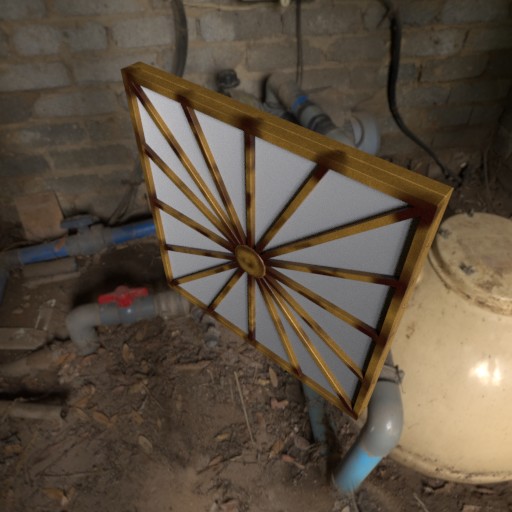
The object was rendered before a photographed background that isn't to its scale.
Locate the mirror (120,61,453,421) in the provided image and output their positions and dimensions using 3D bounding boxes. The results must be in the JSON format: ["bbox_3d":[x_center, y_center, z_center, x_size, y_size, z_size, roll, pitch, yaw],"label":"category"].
[{"bbox_3d":[0.000,0.000,0.751,0.509,0.507,0.042,31,53,26],"label":"mirror"}]
